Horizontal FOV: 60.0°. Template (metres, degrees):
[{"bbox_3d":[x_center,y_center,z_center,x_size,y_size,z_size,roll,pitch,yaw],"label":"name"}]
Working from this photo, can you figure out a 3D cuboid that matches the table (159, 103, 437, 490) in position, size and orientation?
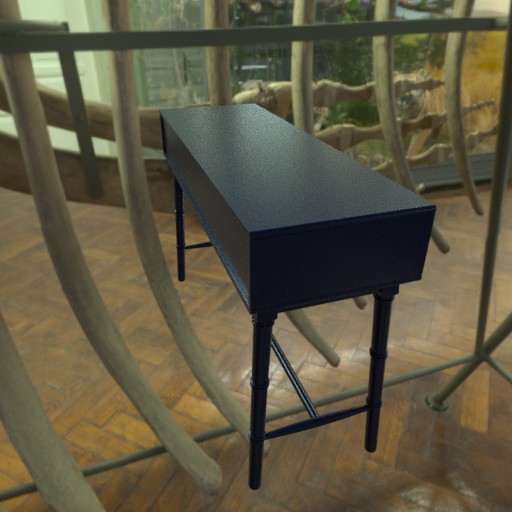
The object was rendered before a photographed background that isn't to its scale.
[{"bbox_3d":[0.000,0.000,1.449,0.399,0.749,1.118,-9,31,-16],"label":"table"}]
